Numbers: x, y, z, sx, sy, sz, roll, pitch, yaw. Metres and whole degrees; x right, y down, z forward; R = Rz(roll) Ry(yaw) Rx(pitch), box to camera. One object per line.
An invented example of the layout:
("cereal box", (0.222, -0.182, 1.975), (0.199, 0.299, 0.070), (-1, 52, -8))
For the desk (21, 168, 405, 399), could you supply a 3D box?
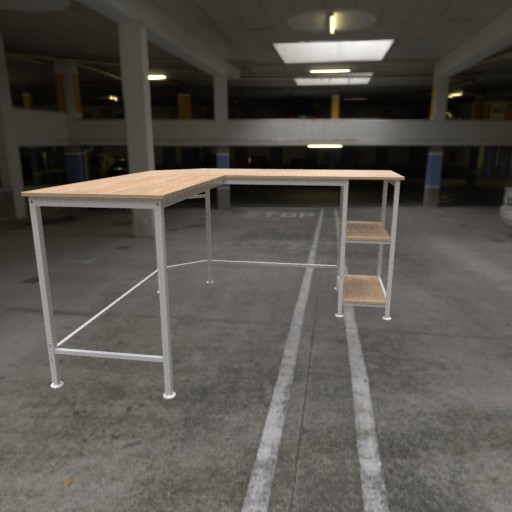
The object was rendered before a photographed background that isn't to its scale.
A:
("desk", (0.000, 0.000, 2.137), (1.379, 0.739, 1.379), (2, 15, 9))
